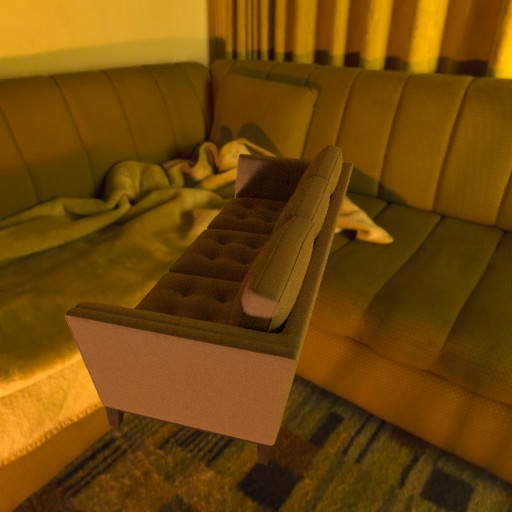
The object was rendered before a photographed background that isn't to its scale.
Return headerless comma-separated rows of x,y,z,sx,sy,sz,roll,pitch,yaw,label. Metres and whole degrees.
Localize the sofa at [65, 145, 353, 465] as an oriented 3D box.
0.000,0.000,2.823,0.965,0.940,2.388,8,30,14,sofa
